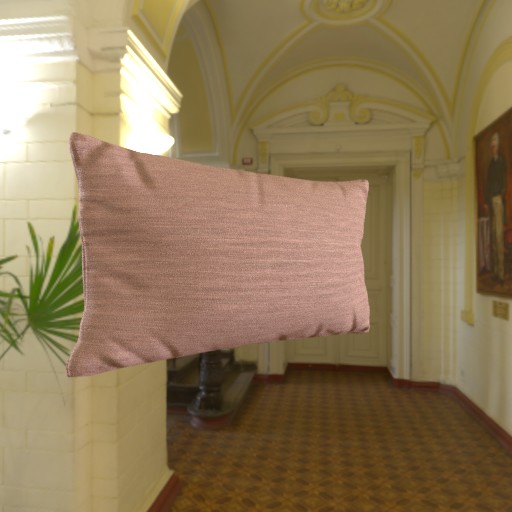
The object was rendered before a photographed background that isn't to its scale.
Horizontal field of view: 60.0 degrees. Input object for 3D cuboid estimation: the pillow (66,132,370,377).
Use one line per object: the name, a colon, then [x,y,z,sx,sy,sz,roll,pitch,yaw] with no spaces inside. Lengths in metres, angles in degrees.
pillow: [0.000,0.000,0.788,0.633,0.338,0.210,0,0,-37]
